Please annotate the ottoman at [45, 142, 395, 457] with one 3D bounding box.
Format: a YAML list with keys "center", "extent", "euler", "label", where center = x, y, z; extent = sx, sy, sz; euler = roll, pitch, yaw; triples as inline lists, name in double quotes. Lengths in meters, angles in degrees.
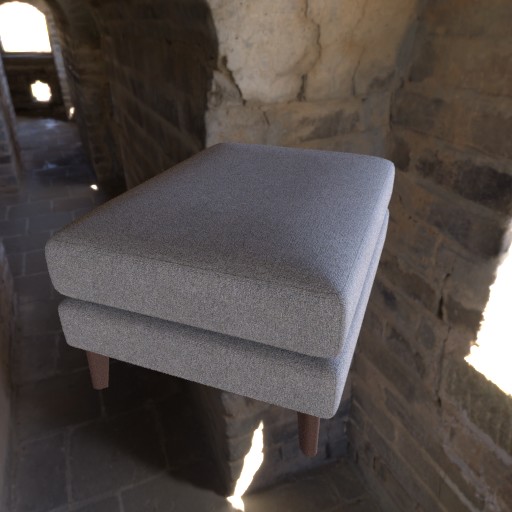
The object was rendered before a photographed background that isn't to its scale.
- center: [0.000, 0.000, 1.186]
  extent: [0.611, 0.441, 0.821]
  euler: [10, 30, 18]
  label: "ottoman"
